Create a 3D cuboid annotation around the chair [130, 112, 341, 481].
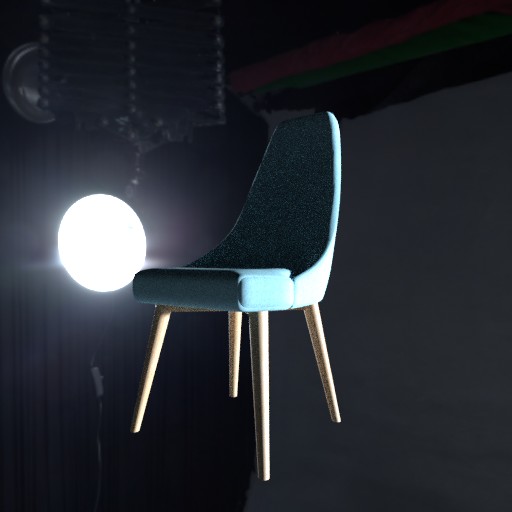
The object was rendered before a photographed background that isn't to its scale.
[{"bbox_3d":[0.000,0.000,1.393,0.510,1.040,0.660,0,0,37],"label":"chair"}]
